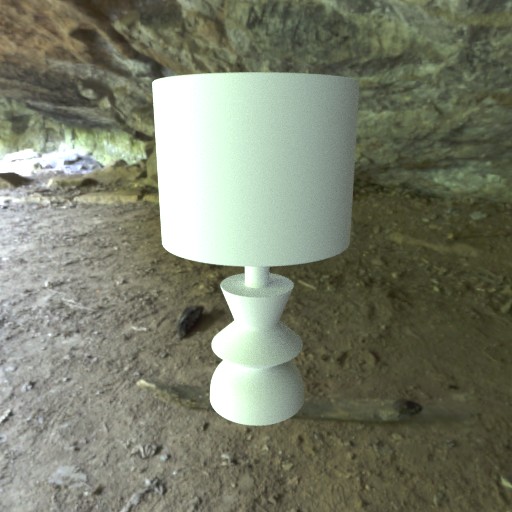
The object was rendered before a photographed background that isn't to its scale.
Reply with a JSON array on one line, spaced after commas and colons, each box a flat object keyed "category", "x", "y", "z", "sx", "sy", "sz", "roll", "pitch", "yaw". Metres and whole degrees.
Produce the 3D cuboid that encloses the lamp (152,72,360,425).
[{"category": "lamp", "x": 0.000, "y": 0.000, "z": 0.734, "sx": 0.301, "sy": 0.533, "sz": 0.301, "roll": -15, "pitch": 22, "yaw": -41}]
